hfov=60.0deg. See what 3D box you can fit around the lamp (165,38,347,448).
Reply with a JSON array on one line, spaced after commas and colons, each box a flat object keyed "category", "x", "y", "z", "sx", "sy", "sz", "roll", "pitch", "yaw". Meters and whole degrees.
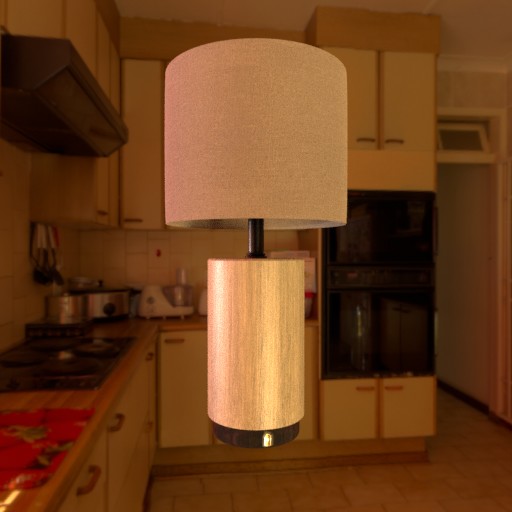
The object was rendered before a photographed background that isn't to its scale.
[{"category": "lamp", "x": 0.000, "y": 0.000, "z": 0.565, "sx": 0.228, "sy": 0.444, "sz": 0.228, "roll": 0, "pitch": 1, "yaw": -36}]
